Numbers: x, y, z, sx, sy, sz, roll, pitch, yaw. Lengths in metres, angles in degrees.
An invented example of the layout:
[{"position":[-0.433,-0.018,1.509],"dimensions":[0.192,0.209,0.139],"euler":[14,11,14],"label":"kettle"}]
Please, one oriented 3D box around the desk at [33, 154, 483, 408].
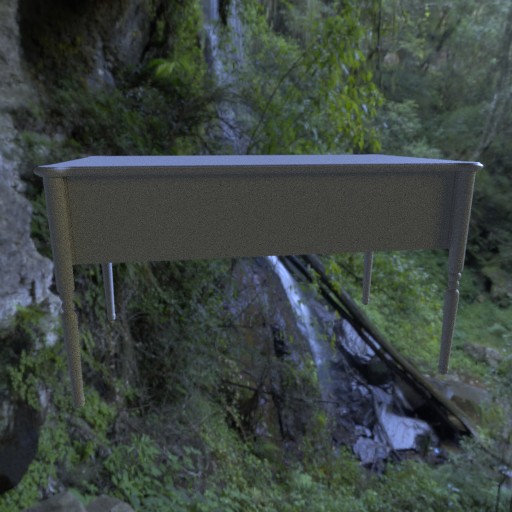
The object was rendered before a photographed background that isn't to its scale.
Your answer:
[{"position":[0.000,0.000,1.777],"dimensions":[1.380,0.762,0.807],"euler":[-2,15,-9],"label":"desk"}]
